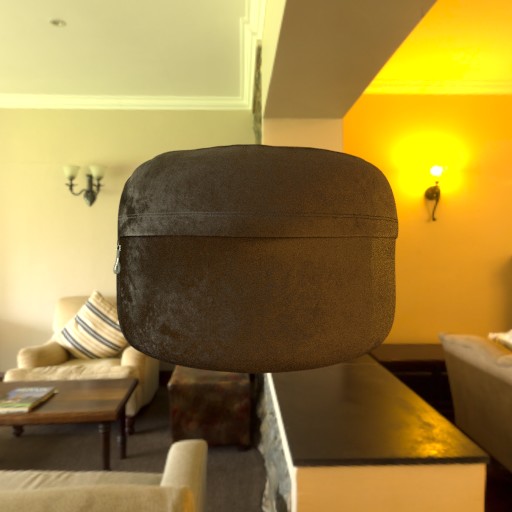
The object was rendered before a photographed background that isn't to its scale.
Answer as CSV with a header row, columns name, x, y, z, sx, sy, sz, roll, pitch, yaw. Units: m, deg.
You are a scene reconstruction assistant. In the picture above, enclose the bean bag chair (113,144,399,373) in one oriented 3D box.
name,x,y,z,sx,sy,sz,roll,pitch,yaw
bean bag chair,0.000,0.000,1.503,0.918,0.605,0.918,0,1,0
